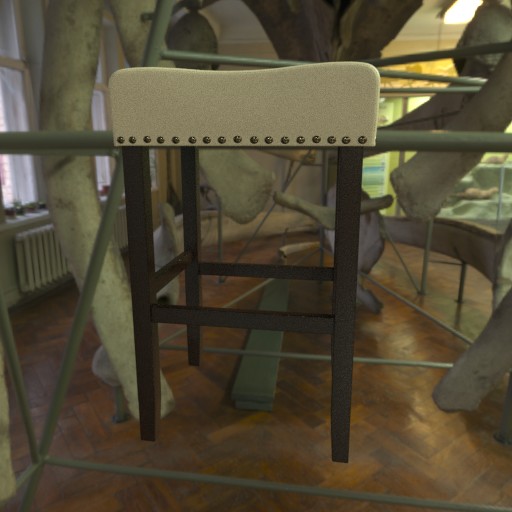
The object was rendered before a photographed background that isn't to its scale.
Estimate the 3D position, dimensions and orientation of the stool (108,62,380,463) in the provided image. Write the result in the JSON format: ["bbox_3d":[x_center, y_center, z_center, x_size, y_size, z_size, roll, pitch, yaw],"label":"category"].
[{"bbox_3d":[0.000,0.000,1.016,0.471,0.762,0.401,2,15,9],"label":"stool"}]
